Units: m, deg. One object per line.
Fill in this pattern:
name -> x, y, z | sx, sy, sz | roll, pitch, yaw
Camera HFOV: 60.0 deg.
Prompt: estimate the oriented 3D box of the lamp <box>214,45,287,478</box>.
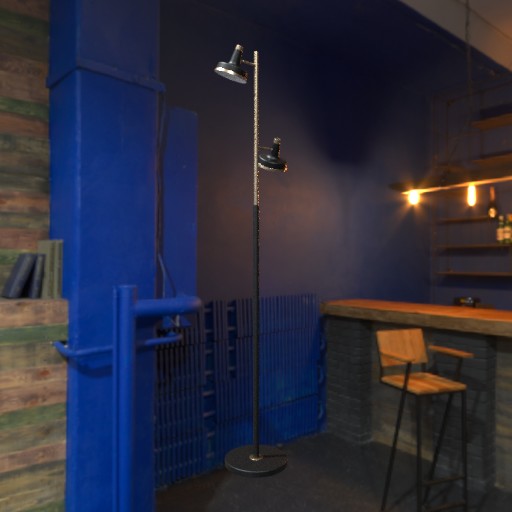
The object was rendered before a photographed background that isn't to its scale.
lamp -> 0.000, 0.000, 1.806 | 0.351, 1.674, 0.253 | 1, -1, -36
